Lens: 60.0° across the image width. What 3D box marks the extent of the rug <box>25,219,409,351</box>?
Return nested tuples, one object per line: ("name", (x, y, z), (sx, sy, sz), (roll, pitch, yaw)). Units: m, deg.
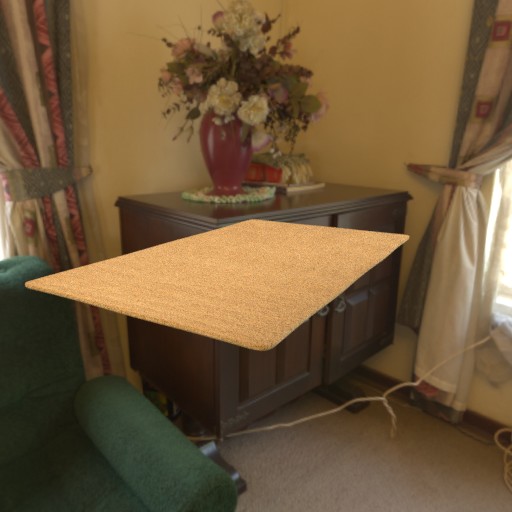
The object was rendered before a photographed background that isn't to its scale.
("rug", (0.000, 0.000, 2.970), (1.500, 0.025, 2.349), (9, 17, 30))
